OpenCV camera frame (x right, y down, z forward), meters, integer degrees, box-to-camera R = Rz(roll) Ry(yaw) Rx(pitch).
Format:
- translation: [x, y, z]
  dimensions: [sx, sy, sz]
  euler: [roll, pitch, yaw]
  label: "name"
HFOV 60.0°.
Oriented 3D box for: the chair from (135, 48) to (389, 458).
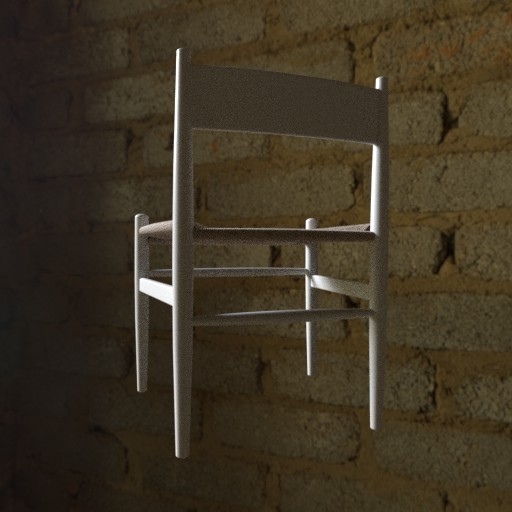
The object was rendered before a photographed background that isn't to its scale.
- translation: [0.000, 0.000, 1.095]
  dimensions: [0.556, 0.762, 0.495]
  euler: [0, 0, -18]
  label: "chair"
